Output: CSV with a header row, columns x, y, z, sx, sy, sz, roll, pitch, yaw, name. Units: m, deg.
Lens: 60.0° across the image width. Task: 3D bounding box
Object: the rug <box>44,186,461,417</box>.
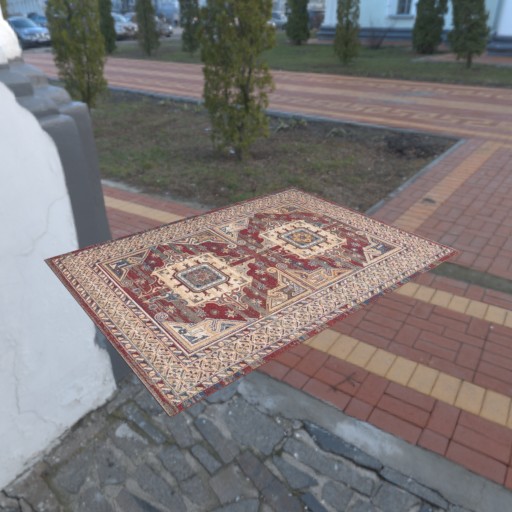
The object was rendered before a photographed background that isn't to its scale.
x,y,z,sx,sy,sz,roll,pitch,yaw,name
0.000,0.000,4.231,3.197,0.013,2.381,-21,35,-34,rug
